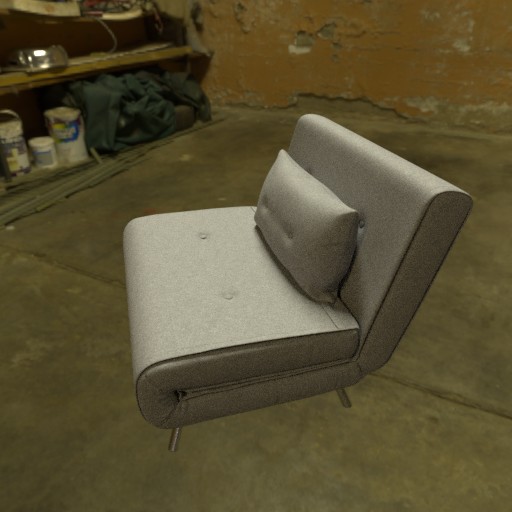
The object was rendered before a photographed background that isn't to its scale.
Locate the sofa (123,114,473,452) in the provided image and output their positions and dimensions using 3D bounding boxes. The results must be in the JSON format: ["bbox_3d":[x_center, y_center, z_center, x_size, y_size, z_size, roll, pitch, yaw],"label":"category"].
[{"bbox_3d":[0.000,0.000,1.717,1.000,0.825,1.020,-8,31,-14],"label":"sofa"}]
